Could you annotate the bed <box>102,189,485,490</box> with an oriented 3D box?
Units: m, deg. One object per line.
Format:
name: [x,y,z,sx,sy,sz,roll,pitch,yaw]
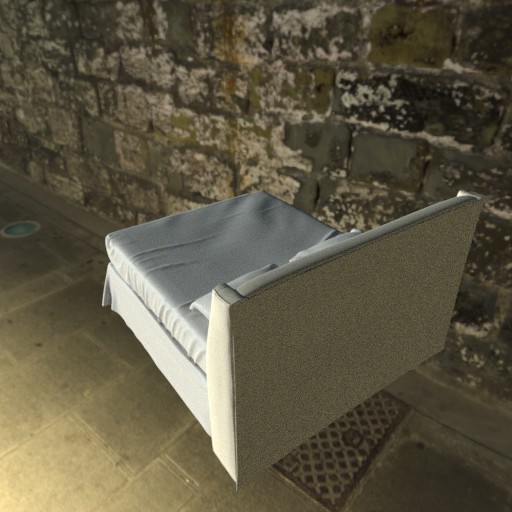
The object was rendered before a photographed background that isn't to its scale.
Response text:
bed: [0.000,0.000,3.377,1.925,1.332,2.276,-20,36,-30]
